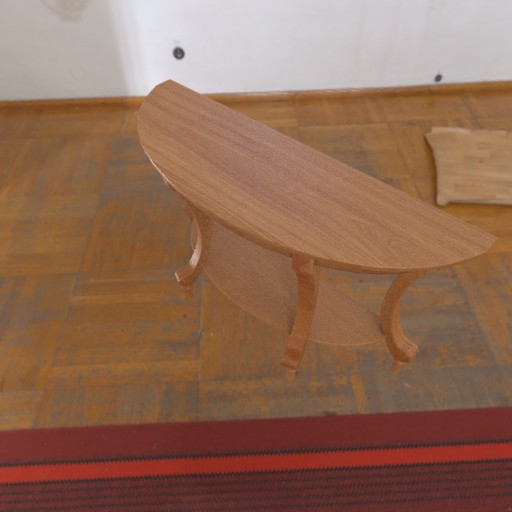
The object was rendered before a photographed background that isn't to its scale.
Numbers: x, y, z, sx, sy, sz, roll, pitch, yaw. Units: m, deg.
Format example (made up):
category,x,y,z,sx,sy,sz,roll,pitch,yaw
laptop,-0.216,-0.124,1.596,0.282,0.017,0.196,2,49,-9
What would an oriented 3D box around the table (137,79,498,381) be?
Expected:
category,x,y,z,sx,sy,sz,roll,pitch,yaw
table,0.000,0.000,1.483,1.198,0.692,0.394,34,56,27
